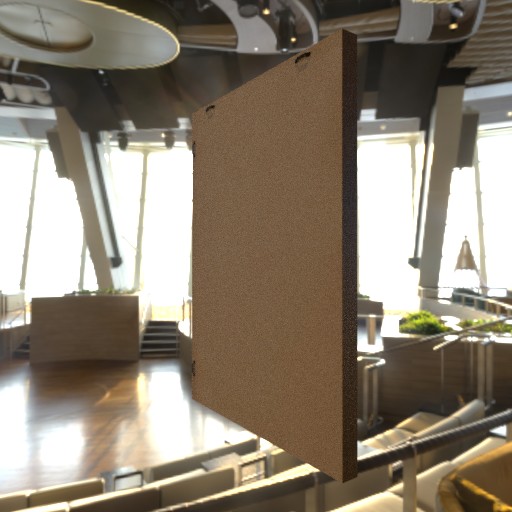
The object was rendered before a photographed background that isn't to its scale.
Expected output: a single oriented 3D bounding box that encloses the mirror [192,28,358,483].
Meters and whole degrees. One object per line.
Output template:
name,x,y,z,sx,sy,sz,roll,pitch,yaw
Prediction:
mirror,0.000,0.000,0.907,0.040,0.710,0.507,0,0,-35
